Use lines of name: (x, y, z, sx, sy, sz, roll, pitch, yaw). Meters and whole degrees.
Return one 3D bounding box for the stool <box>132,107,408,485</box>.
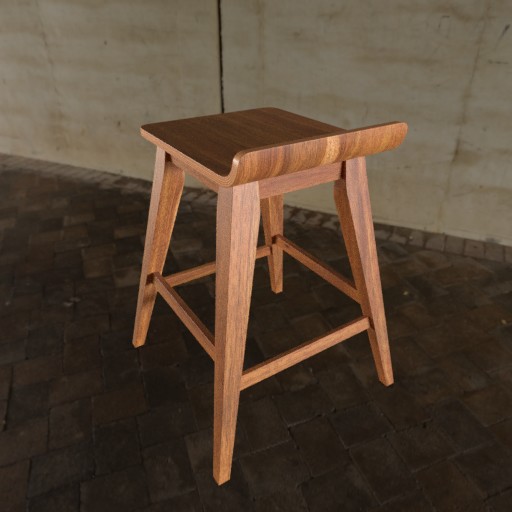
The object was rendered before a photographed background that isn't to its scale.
stool: (0.000, 0.000, 1.013, 0.500, 0.650, 0.500, -18, 35, -28)
